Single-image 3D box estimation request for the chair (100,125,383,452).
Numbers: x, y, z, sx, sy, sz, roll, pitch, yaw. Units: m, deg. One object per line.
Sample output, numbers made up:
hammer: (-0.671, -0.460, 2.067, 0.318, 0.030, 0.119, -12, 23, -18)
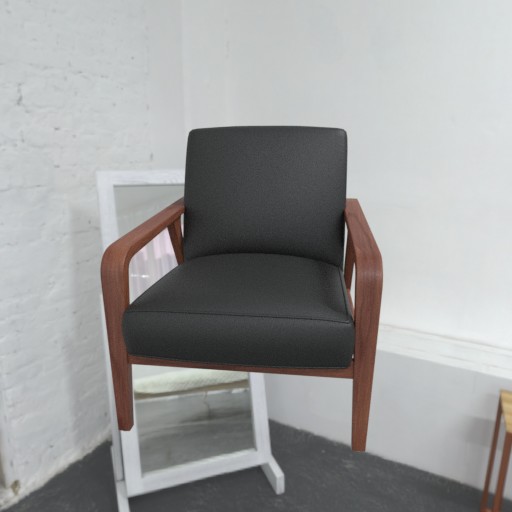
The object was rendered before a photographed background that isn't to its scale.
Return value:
chair: (0.000, 0.000, 1.491, 0.719, 0.861, 0.889, 2, 14, 7)
